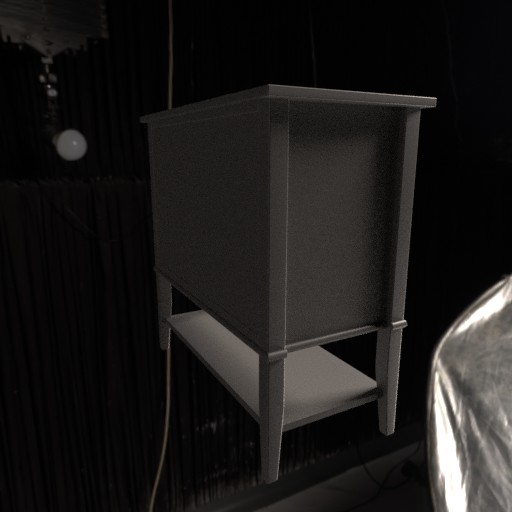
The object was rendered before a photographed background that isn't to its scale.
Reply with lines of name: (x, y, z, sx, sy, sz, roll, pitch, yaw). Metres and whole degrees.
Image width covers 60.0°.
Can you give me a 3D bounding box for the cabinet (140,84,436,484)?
cabinet: (0.000, 0.000, 1.237, 0.396, 0.780, 0.801, -7, 15, -28)
